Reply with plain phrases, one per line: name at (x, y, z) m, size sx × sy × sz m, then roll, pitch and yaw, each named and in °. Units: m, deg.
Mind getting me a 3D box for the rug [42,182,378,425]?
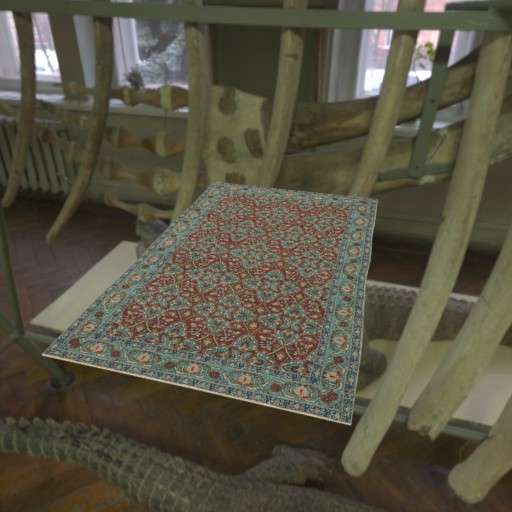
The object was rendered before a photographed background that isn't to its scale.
rug at (0.000, 0.000, 3.034) m, size 1.533 × 0.011 × 2.439 m, roll 8°, pitch 32°, yaw 14°
